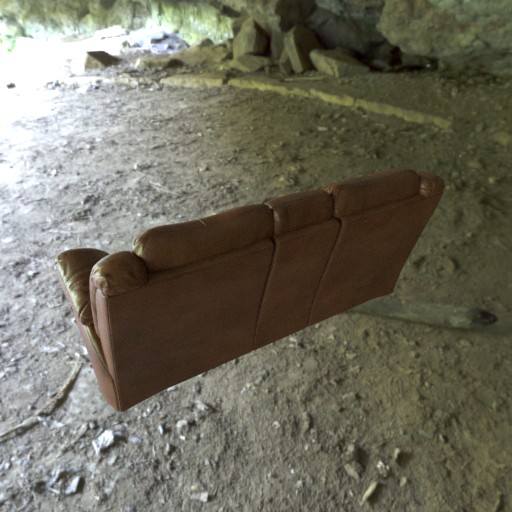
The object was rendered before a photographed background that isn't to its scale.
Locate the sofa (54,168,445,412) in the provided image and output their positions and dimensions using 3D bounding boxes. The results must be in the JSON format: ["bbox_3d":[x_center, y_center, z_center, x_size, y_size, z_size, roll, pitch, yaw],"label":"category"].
[{"bbox_3d":[0.000,0.000,2.600,2.058,1.043,0.991,-18,34,-28],"label":"sofa"}]
